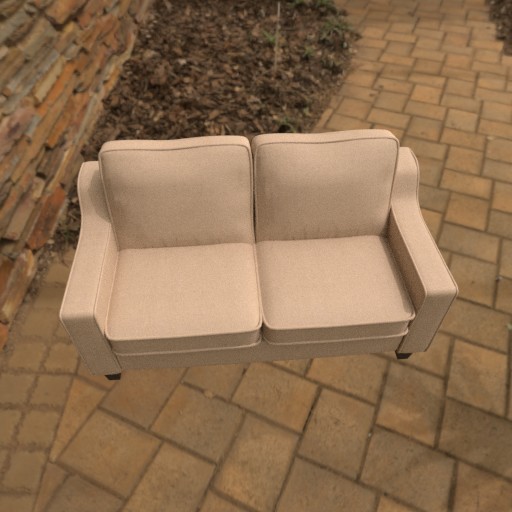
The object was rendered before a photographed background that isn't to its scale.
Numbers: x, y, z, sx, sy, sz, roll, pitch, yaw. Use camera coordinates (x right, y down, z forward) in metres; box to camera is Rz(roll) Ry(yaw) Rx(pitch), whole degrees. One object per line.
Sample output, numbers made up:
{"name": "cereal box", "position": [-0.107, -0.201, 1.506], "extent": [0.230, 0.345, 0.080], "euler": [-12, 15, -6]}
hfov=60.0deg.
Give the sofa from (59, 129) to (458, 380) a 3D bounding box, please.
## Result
{"name": "sofa", "position": [0.000, 0.000, 3.404], "extent": [2.587, 1.562, 1.351], "euler": [-3, 47, -3]}
